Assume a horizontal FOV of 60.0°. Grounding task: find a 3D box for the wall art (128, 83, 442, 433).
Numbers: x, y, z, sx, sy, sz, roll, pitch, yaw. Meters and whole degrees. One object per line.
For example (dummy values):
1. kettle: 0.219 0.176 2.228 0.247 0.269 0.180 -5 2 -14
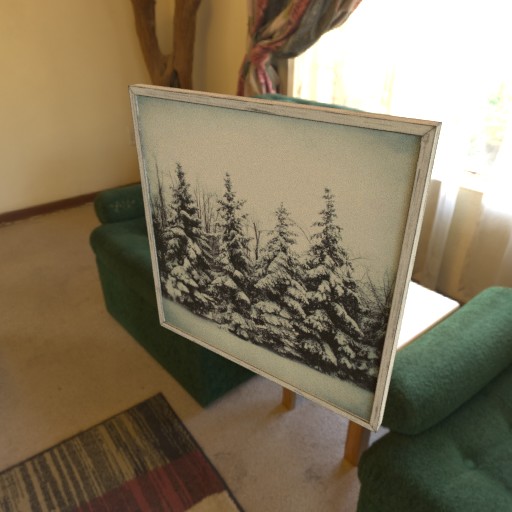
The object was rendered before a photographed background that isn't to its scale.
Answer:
1. wall art: 0.000 0.000 1.130 0.761 0.761 0.037 19 34 30
